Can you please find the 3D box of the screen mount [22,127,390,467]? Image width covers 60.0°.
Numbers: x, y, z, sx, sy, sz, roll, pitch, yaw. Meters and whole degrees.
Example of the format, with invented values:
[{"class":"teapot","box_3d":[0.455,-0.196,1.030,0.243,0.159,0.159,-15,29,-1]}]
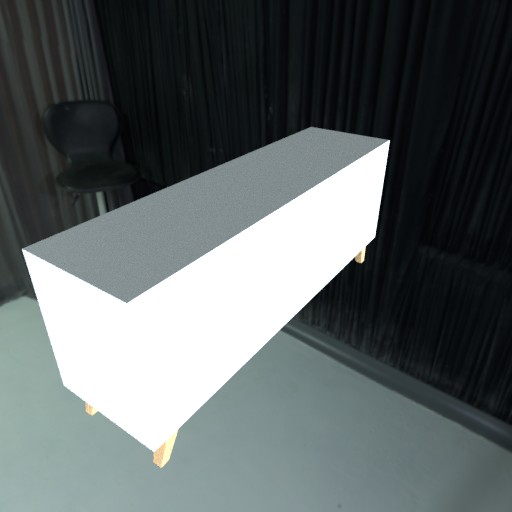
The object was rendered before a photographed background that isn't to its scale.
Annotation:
[{"class":"screen mount","box_3d":[0.000,0.000,1.706,0.400,0.619,1.490,20,36,30]}]
